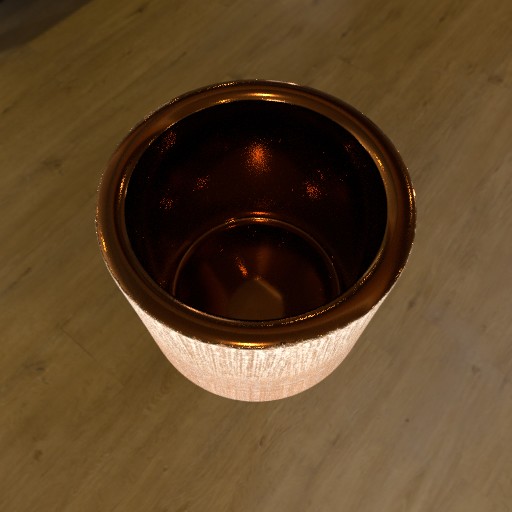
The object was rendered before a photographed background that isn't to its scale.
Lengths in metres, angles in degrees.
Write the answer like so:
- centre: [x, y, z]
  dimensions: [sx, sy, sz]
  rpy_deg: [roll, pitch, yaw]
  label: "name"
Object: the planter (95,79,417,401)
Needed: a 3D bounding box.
- centre: [0.000, 0.000, 0.311]
  dimensions: [0.177, 0.157, 0.177]
  rpy_deg: [0, 63, 0]
  label: "planter"
